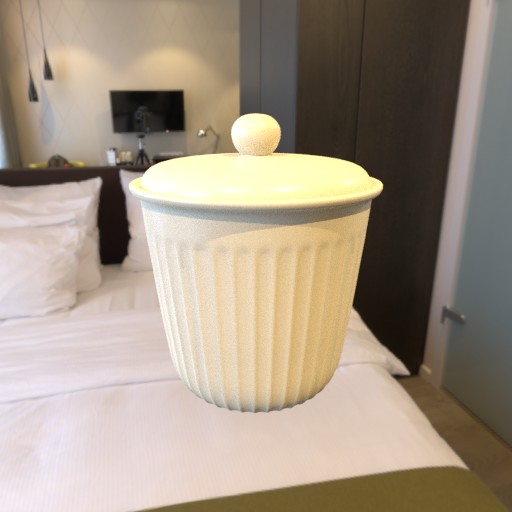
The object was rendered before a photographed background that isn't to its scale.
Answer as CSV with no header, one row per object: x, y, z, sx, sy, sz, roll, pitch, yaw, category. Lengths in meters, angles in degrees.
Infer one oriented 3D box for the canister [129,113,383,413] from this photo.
0.000,0.000,0.344,0.181,0.211,0.181,0,17,0,canister
